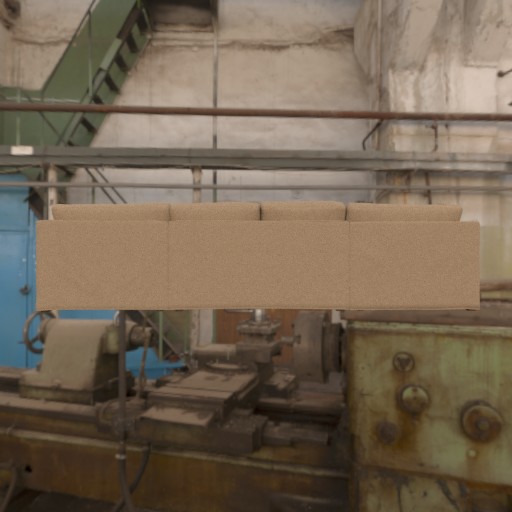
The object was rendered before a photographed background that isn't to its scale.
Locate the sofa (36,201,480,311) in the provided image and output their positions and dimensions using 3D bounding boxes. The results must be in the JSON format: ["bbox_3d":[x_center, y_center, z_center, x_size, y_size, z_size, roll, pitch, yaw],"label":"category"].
[{"bbox_3d":[0.000,0.000,4.611,3.460,0.882,2.427,0,0,-1],"label":"sofa"}]
